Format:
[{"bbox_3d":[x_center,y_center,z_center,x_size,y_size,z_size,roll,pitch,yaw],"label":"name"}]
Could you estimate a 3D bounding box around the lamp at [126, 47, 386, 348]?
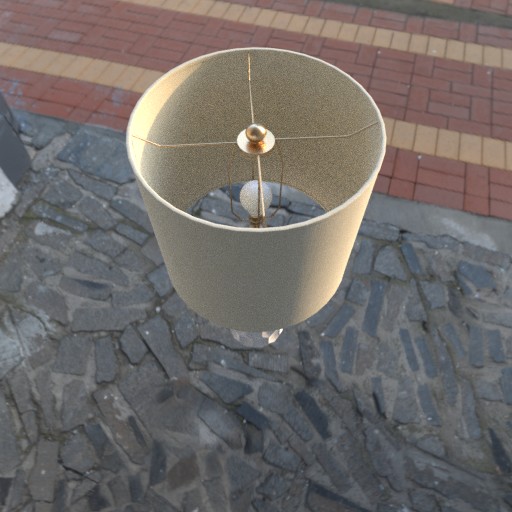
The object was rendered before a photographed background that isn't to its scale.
[{"bbox_3d":[0.000,0.000,0.704,0.277,0.537,0.277,30,63,17],"label":"lamp"}]
